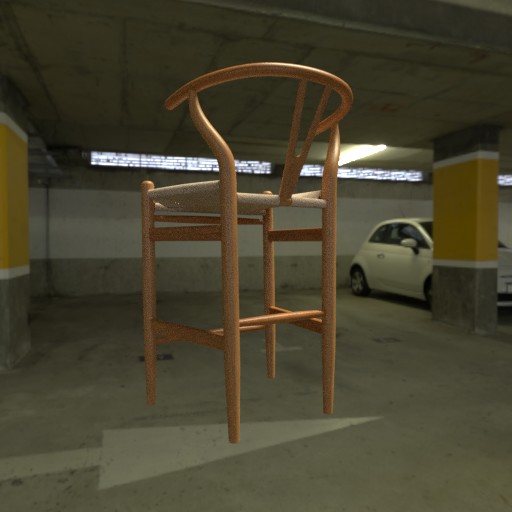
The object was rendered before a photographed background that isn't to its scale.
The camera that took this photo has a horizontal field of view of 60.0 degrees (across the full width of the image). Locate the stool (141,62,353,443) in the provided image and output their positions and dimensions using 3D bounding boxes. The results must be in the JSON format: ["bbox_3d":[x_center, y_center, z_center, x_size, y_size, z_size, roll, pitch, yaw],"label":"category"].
[{"bbox_3d":[0.000,0.000,1.377,0.569,0.970,0.579,-1,2,-35],"label":"stool"}]
